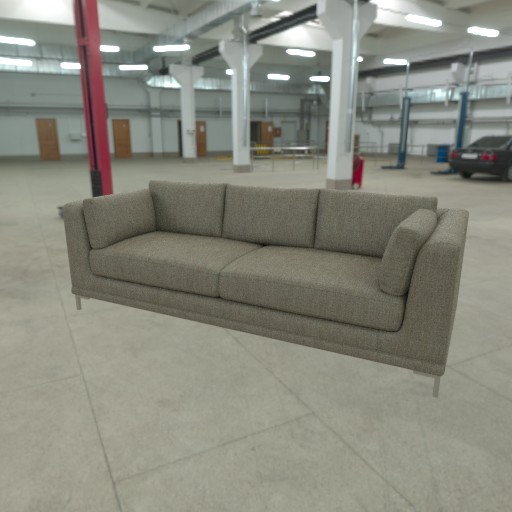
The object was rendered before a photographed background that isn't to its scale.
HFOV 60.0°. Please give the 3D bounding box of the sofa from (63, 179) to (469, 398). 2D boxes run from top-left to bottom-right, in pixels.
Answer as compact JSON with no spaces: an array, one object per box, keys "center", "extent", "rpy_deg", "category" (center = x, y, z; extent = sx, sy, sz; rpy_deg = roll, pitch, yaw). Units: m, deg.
[{"center":[0.000,0.000,2.884],"extent":[2.415,0.867,0.969],"rpy_deg":[8,17,26],"category":"sofa"}]
